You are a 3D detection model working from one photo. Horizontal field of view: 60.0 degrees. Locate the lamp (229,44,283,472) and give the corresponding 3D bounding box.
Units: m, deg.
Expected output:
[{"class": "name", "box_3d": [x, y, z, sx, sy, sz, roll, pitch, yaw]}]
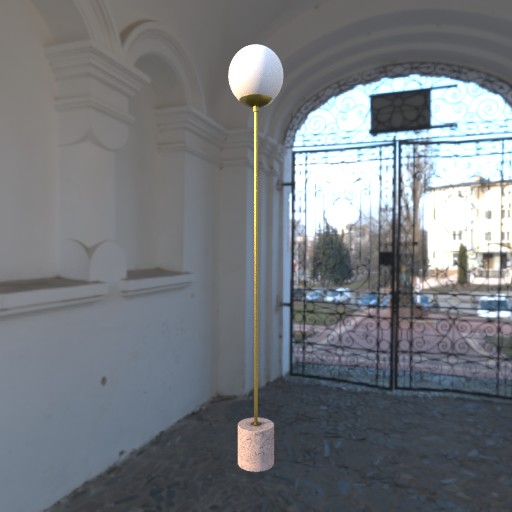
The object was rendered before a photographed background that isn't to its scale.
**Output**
[{"class": "lamp", "box_3d": [0.000, 0.000, 1.864, 0.229, 1.748, 0.229, 0, 1, 35]}]
